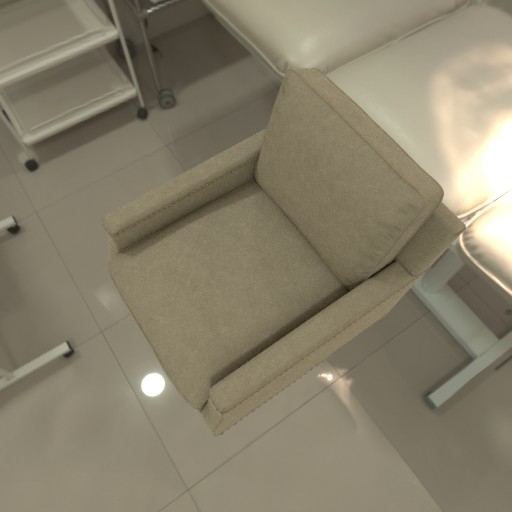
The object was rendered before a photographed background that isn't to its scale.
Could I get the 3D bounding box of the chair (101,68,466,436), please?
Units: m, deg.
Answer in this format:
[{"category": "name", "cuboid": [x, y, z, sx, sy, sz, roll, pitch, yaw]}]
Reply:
[{"category": "chair", "cuboid": [0.000, 0.000, 1.684, 1.014, 0.943, 0.853, -32, 68, -14]}]
